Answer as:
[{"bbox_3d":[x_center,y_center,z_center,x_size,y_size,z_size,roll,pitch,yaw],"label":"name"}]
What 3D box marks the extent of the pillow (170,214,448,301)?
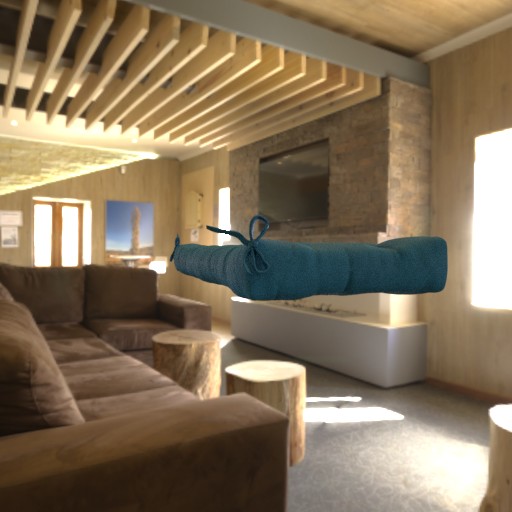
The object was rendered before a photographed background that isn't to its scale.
[{"bbox_3d":[0.000,0.000,1.380,0.511,0.174,1.194,0,1,-17],"label":"pillow"}]
